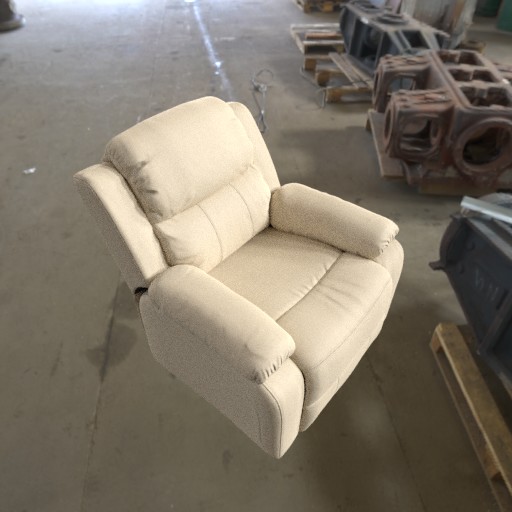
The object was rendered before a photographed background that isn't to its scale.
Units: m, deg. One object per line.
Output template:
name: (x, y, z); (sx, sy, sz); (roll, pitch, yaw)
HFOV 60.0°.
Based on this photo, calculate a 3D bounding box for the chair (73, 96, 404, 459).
chair: (0.000, 0.000, 1.267); (0.709, 0.702, 0.680); (27, 48, 28)
